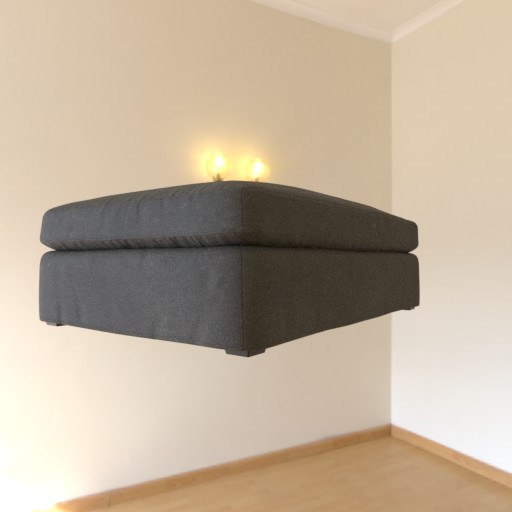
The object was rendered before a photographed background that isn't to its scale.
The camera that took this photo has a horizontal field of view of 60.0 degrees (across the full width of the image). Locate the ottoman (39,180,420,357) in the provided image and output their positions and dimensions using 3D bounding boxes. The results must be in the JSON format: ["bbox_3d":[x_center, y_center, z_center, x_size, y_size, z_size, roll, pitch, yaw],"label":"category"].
[{"bbox_3d":[0.000,0.000,1.588,0.840,0.429,1.199,0,-1,36],"label":"ottoman"}]
